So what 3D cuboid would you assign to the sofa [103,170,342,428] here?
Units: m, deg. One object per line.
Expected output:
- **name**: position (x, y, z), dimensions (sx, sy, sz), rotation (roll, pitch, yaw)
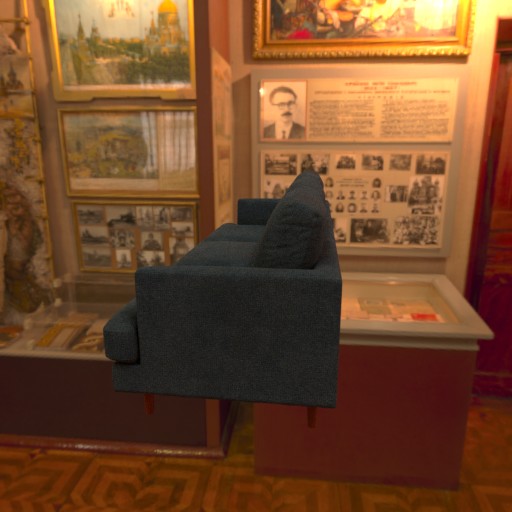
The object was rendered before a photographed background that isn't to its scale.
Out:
- **sofa**: position (0.000, 0.000, 2.679), dimensions (0.903, 0.930, 2.246), rotation (2, 14, 8)
